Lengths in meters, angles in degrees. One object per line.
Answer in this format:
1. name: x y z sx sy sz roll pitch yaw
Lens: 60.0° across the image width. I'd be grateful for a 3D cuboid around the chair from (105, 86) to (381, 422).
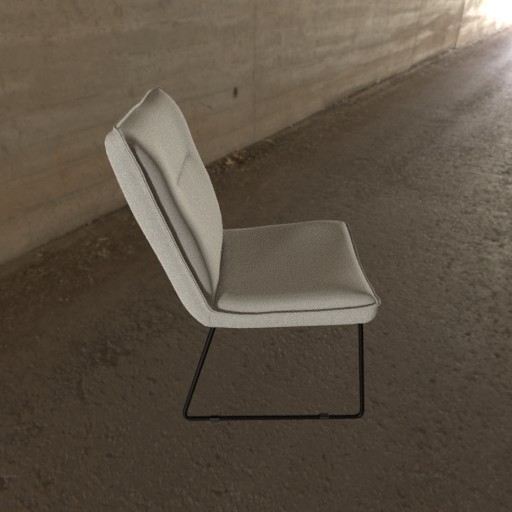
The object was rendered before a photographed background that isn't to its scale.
1. chair: 0.000 0.000 1.391 0.688 0.930 0.515 -1 32 -1
